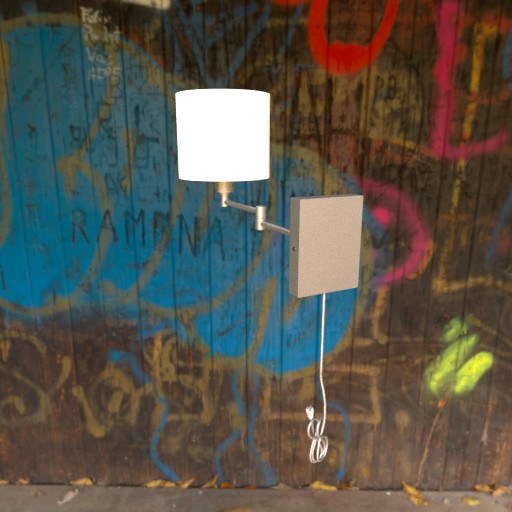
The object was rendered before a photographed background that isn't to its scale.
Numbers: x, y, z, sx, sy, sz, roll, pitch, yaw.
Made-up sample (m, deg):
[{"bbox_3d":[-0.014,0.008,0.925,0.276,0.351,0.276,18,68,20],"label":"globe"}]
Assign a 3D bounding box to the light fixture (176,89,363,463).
[{"bbox_3d":[0.000,0.000,0.906,0.203,0.651,0.516,-7,16,-26],"label":"light fixture"}]
